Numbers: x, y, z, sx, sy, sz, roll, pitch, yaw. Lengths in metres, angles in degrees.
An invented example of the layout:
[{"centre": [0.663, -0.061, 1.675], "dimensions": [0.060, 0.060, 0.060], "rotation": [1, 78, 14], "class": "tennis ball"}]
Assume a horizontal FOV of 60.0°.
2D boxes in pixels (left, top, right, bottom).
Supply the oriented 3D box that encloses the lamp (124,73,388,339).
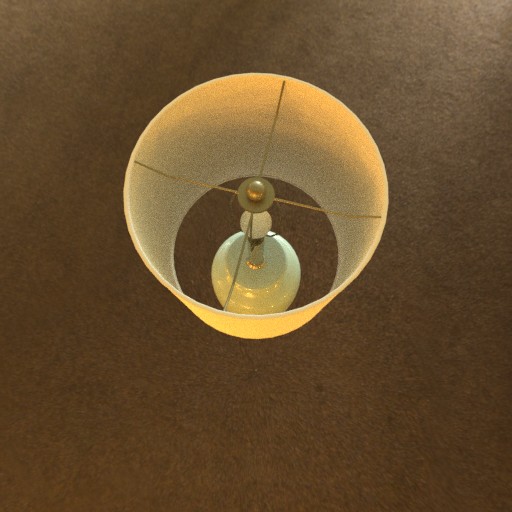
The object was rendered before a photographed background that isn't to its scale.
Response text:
[{"centre": [0.000, 0.000, 1.120], "dimensions": [0.418, 0.871, 0.418], "rotation": [-37, 78, -9], "class": "lamp"}]
